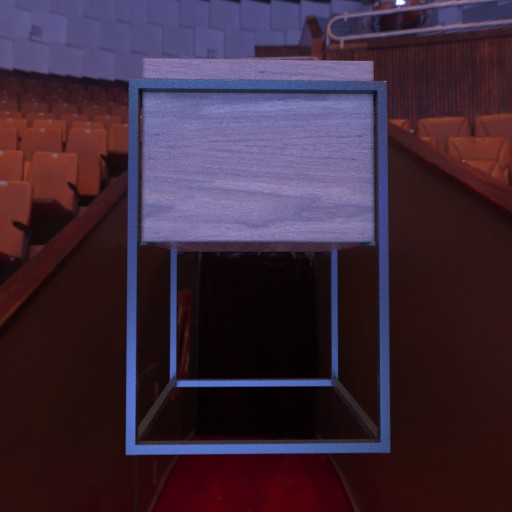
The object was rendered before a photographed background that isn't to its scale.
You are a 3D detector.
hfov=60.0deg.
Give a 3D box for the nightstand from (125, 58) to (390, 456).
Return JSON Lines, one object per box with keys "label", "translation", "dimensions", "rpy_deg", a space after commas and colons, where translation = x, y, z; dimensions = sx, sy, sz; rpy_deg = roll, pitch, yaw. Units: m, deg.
{"label": "nightstand", "translation": [0.000, 0.000, 0.870], "dimensions": [0.397, 0.607, 0.397], "rpy_deg": [0, -2, -1]}
